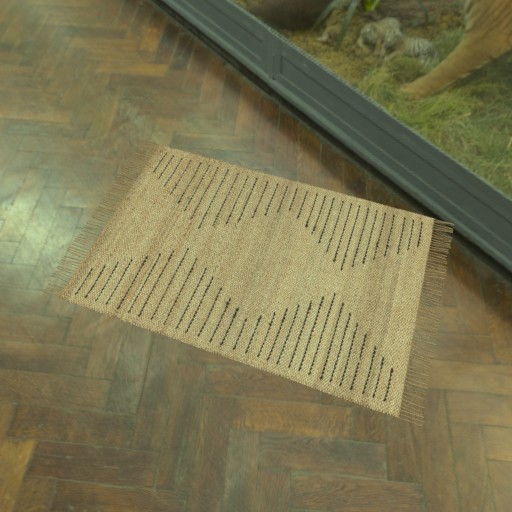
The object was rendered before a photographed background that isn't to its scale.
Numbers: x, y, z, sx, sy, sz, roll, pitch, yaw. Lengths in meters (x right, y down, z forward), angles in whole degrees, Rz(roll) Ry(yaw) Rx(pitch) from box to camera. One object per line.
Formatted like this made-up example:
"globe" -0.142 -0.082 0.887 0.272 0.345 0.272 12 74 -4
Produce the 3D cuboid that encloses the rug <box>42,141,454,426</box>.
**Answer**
"rug" 0.000 0.000 2.523 2.085 0.027 1.224 17 60 10
